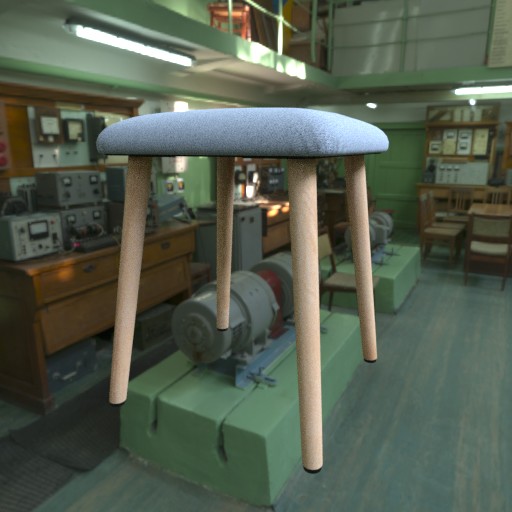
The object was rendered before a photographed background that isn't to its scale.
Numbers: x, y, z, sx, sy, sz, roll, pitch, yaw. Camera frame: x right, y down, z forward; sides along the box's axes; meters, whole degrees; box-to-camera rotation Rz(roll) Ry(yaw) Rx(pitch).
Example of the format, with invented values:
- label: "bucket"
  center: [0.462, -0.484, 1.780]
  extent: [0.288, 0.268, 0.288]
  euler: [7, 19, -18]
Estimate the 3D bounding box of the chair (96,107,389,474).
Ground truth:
- label: "chair"
  center: [0.000, 0.000, 0.708]
  extent: [0.350, 0.440, 0.350]
  euler: [7, 16, 26]
